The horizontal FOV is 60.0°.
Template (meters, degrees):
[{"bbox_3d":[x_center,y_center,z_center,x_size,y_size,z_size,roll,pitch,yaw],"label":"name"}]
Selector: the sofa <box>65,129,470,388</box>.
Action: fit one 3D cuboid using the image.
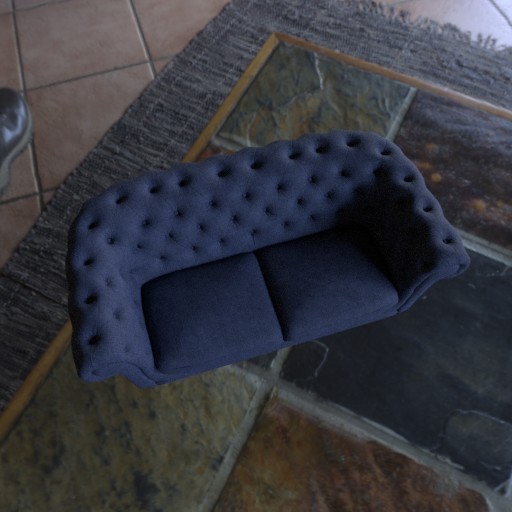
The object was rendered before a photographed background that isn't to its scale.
[{"bbox_3d":[0.000,0.000,2.582,1.988,0.833,1.082,-15,65,-7],"label":"sofa"}]
